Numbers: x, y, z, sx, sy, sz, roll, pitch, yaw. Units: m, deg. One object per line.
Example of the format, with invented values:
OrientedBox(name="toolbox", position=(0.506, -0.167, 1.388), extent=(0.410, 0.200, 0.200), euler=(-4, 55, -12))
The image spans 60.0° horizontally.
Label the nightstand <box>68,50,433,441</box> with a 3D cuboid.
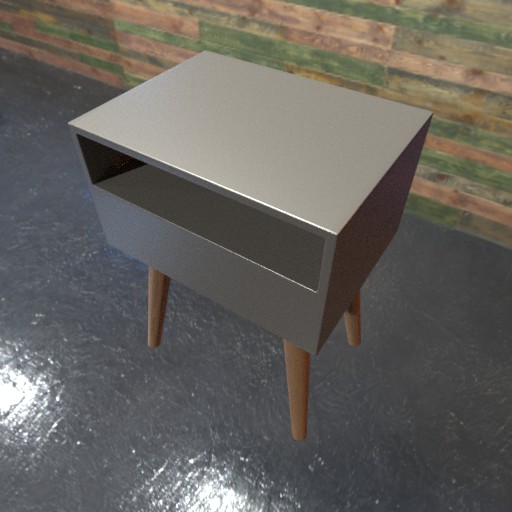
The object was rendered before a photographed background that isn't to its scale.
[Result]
OrientedBox(name="nightstand", position=(0.000, 0.000, 0.742), extent=(0.370, 0.508, 0.288), euler=(25, 51, 23))
